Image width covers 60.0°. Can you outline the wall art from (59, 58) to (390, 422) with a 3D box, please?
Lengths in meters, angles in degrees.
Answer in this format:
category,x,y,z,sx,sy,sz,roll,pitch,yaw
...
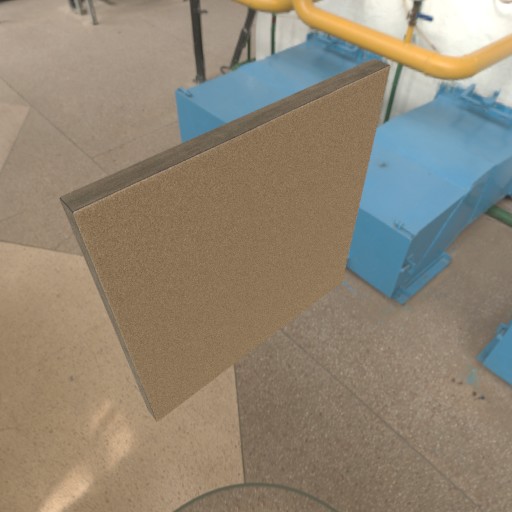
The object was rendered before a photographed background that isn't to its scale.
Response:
category,x,y,z,sx,sy,sz,roll,pitch,yaw
wall art,0.000,0.000,1.100,0.749,0.751,0.050,-32,55,-27
